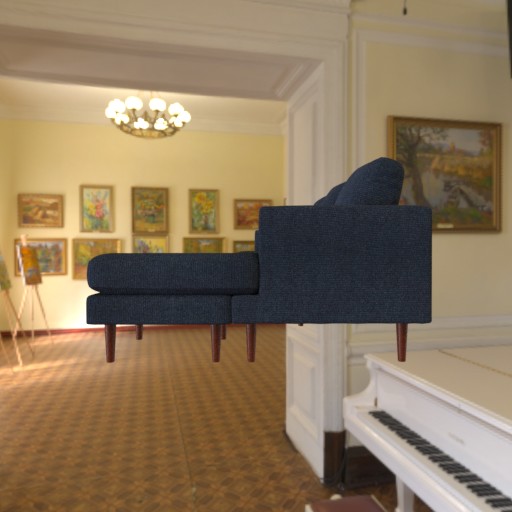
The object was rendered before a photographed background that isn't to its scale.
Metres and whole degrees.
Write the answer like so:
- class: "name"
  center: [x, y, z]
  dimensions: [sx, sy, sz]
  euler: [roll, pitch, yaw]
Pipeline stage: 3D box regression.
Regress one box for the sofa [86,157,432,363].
- class: "sofa"
  center: [0.000, 0.000, 3.014]
  dimensions: [1.504, 0.956, 2.233]
  euler: [0, 1, -1]
